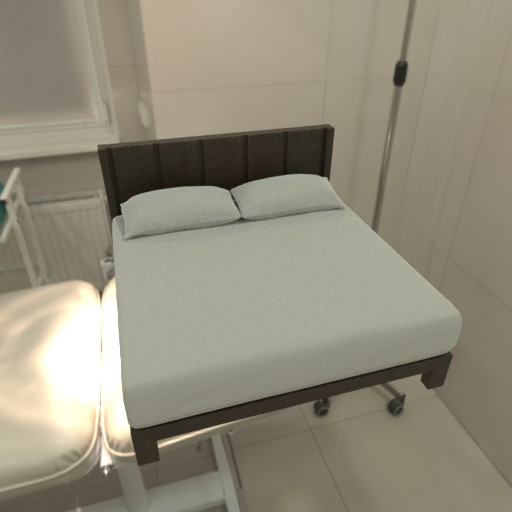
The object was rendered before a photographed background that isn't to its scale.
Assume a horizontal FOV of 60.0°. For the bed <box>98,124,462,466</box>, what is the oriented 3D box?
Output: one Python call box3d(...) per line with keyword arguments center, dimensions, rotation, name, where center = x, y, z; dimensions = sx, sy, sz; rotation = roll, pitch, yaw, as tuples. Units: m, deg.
box3d(center=(0.000, 0.000, 3.450), dimensions=(2.143, 1.261, 2.238), rotation=(-9, 34, -14), name="bed")
